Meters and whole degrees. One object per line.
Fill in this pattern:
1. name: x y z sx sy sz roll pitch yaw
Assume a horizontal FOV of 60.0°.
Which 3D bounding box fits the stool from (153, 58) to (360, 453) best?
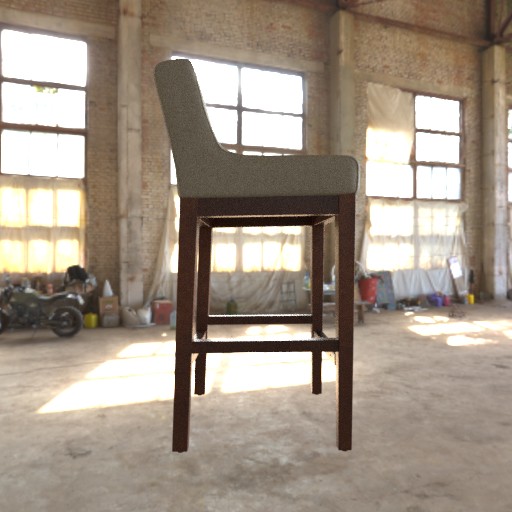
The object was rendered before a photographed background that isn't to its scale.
1. stool: 0.000 0.000 1.279 0.500 0.937 0.511 0 0 -1
